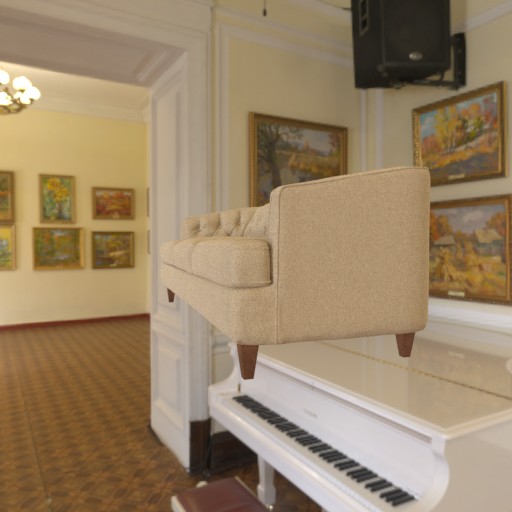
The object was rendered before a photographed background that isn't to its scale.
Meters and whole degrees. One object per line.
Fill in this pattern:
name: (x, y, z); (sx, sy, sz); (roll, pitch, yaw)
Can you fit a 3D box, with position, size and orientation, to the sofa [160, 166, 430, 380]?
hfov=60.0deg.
sofa: (0.000, 0.000, 2.646); (0.913, 0.788, 2.235); (-1, 2, -18)
